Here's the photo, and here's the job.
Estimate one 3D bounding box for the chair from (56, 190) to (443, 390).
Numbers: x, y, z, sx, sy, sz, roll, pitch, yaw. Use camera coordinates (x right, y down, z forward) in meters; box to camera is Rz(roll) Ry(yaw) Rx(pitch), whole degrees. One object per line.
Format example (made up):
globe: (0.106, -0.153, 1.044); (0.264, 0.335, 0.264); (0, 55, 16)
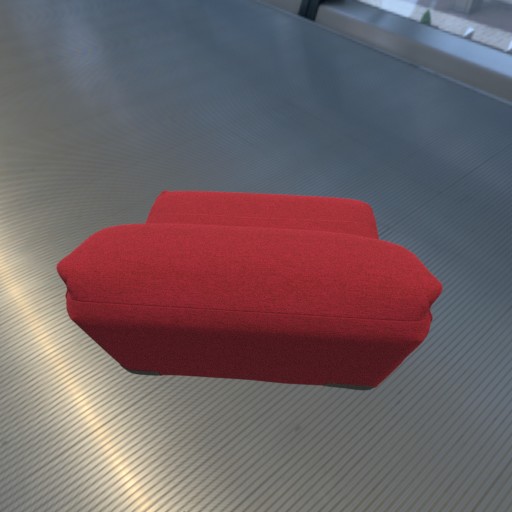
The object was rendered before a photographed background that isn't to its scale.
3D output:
chair: (0.000, 0.000, 1.324); (0.820, 0.580, 0.780); (3, 46, 3)
